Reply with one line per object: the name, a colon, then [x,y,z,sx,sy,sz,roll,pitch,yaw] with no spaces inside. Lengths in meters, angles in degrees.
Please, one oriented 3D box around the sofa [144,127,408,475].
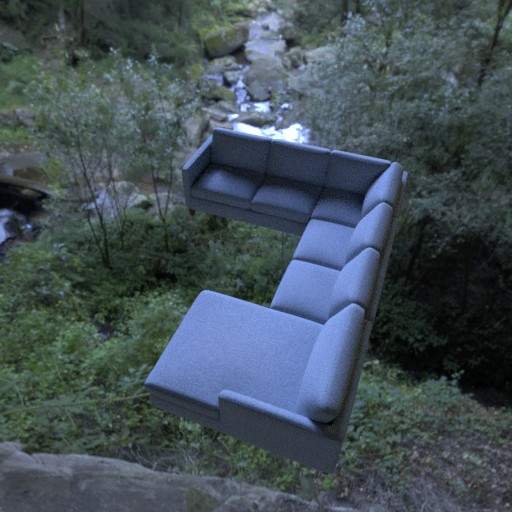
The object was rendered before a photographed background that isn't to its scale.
sofa: [0.000,0.000,4.521,2.551,0.889,3.403,15,47,15]
